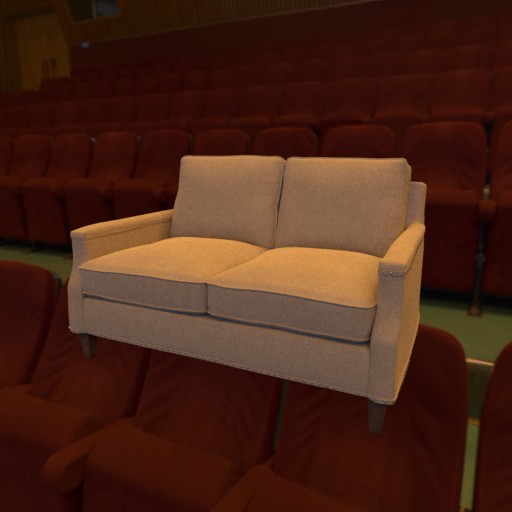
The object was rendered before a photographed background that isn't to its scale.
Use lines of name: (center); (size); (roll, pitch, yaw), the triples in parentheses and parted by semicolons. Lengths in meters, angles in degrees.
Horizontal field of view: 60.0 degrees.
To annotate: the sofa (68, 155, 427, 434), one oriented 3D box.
sofa: (0.000, 0.000, 2.277); (1.597, 1.002, 1.084); (6, 15, 25)
